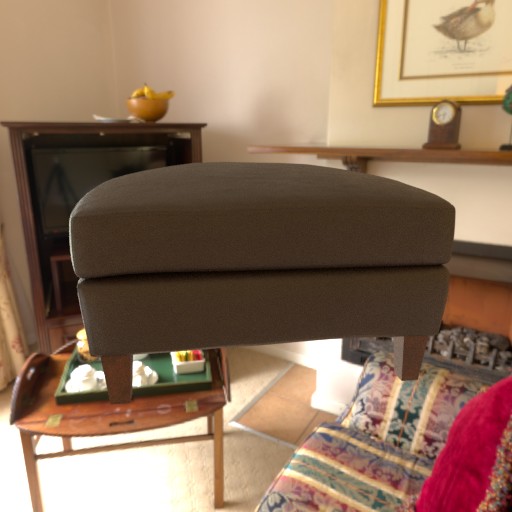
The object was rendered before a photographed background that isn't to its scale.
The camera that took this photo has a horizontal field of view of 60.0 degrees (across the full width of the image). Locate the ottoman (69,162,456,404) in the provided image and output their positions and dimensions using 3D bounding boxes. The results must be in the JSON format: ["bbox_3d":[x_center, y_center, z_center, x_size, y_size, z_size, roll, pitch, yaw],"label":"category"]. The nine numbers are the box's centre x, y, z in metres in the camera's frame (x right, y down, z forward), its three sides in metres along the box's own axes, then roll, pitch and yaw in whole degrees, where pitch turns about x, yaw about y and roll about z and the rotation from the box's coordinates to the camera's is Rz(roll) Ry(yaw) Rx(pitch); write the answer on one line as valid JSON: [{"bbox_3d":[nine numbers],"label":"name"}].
[{"bbox_3d":[0.000,0.000,1.284,0.887,0.529,0.659,-2,16,-8],"label":"ottoman"}]
